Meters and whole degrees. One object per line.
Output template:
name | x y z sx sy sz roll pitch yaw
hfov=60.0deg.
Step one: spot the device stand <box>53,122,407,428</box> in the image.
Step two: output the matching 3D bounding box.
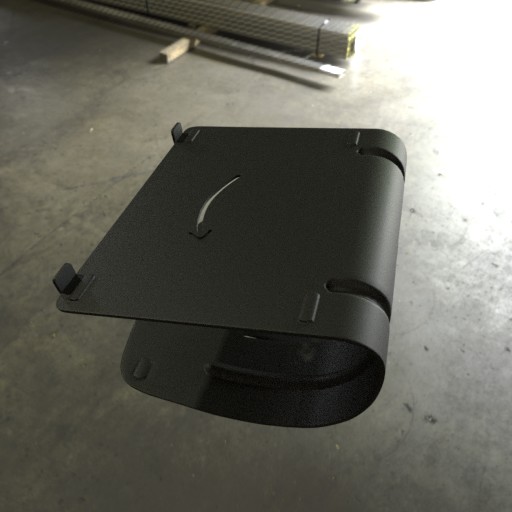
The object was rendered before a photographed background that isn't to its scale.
device stand | 0.000 0.000 0.406 0.236 0.155 0.256 12 48 11
